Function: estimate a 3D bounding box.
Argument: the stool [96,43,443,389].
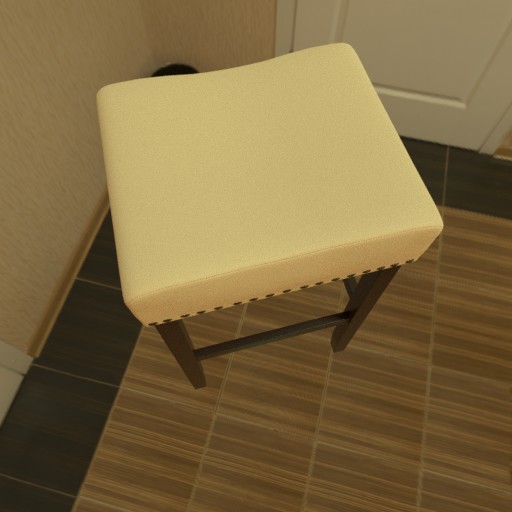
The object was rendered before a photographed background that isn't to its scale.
[{"bbox_3d":[0.000,0.000,1.020,0.471,0.762,0.401,-13,64,-6],"label":"stool"}]
